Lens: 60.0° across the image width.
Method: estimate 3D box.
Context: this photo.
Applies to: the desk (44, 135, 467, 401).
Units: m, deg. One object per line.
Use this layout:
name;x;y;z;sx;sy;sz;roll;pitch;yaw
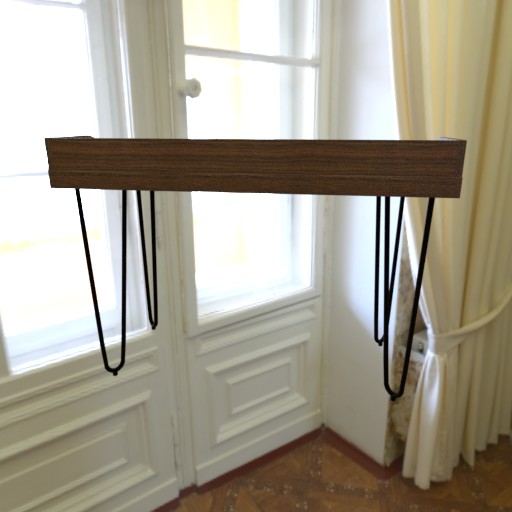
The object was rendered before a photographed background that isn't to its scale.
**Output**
desk;0.000;0.000;1.628;1.200;0.854;0.565;3;17;8
